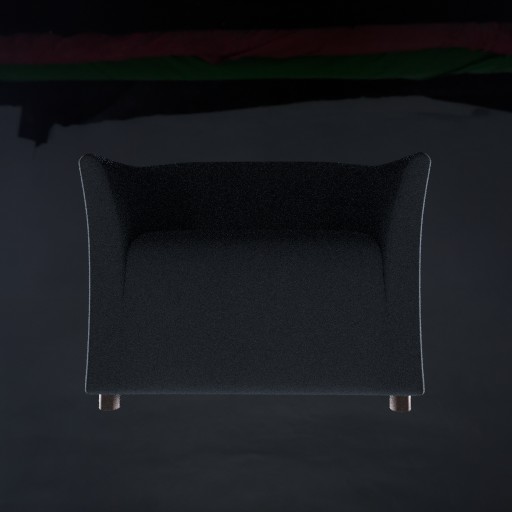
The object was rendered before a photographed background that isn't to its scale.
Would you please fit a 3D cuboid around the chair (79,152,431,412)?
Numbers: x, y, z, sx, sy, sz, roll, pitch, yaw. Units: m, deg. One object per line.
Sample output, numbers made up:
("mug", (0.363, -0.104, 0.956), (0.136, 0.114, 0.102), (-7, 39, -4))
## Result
("chair", (0.000, 0.000, 1.318), (0.790, 0.720, 0.700), (0, -2, 1))
